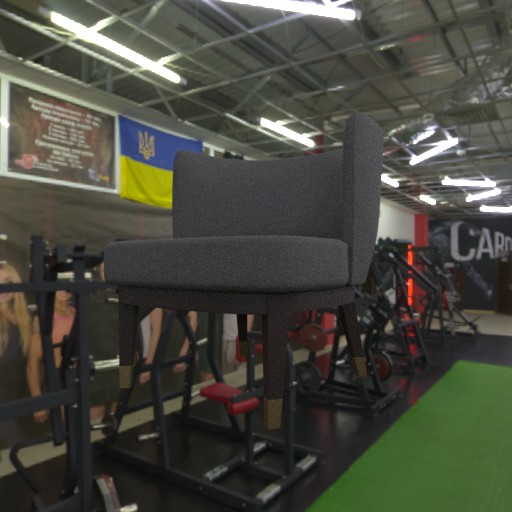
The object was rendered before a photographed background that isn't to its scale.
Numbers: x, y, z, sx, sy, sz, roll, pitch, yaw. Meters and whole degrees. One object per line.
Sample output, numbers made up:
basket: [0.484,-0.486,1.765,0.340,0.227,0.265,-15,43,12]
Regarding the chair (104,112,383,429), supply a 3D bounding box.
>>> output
chair: [0.000,0.000,1.244,0.639,0.695,0.698,-1,-1,37]
